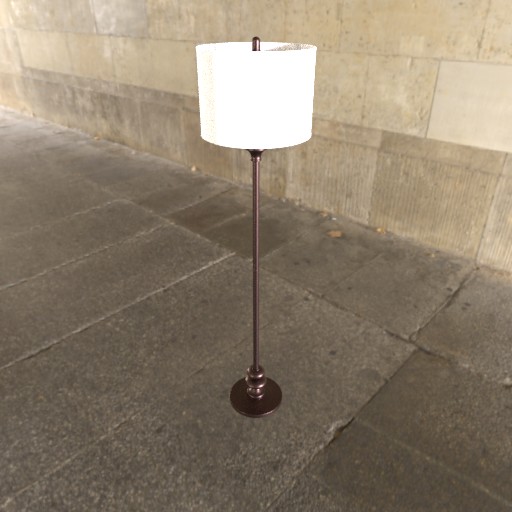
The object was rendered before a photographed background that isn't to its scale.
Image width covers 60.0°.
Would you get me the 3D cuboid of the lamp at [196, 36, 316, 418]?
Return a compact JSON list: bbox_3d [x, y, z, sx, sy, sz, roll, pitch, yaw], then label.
[{"bbox_3d":[0.000,0.000,1.674,0.356,1.487,0.356,-1,29,-1],"label":"lamp"}]
